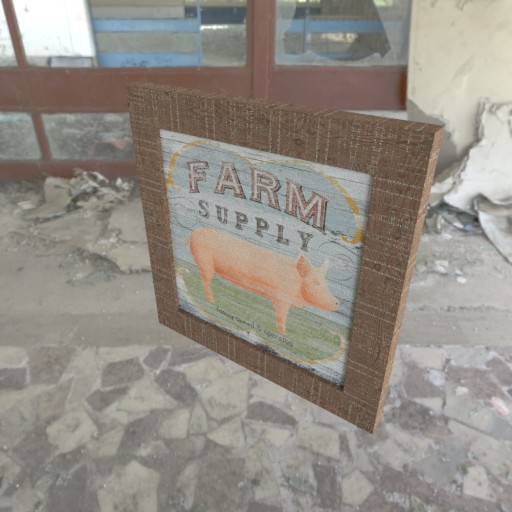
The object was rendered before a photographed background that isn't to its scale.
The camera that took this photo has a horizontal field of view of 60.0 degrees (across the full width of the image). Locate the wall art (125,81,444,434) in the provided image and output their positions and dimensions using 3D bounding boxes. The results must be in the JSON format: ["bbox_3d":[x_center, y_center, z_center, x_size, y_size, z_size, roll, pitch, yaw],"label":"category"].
[{"bbox_3d":[0.000,0.000,0.790,0.531,0.531,0.040,20,36,30],"label":"wall art"}]
